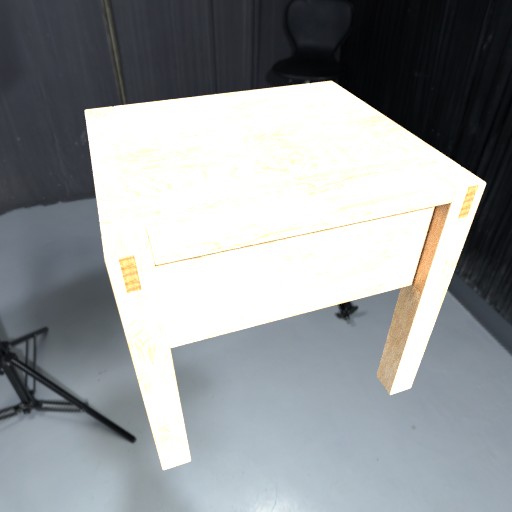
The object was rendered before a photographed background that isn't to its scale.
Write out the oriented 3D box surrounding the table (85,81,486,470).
[{"bbox_3d":[0.000,0.000,0.814,0.480,0.450,0.440,-12,40,-15],"label":"table"}]
